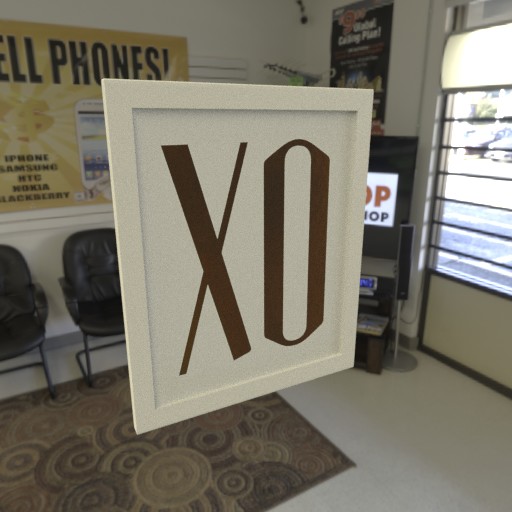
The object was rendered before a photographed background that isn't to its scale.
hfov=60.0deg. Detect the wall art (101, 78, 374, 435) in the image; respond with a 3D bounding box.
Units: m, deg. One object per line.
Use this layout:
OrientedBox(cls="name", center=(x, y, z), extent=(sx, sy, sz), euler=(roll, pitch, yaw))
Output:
OrientedBox(cls="wall art", center=(0.000, 0.000, 0.744), extent=(0.444, 0.536, 0.020), euler=(-9, 19, -26))
